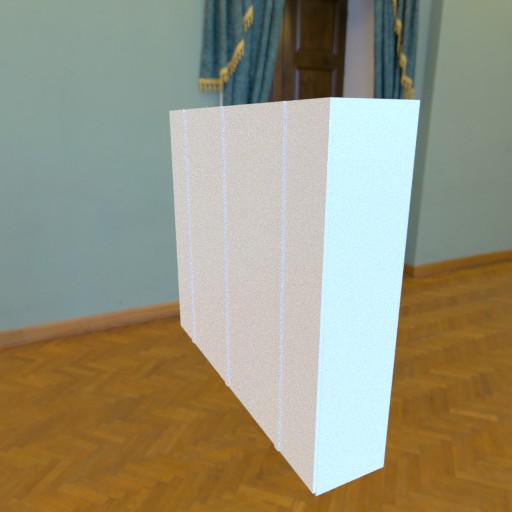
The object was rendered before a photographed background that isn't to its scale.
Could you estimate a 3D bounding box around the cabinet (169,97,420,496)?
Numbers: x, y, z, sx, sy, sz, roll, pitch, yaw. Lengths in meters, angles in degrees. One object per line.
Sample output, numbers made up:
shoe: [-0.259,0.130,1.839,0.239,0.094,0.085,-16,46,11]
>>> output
cabinet: [0.000,0.000,3.720,0.590,2.370,2.700,-8,19,-26]
